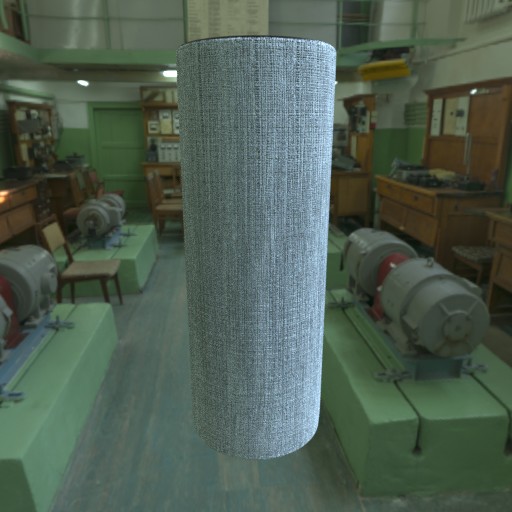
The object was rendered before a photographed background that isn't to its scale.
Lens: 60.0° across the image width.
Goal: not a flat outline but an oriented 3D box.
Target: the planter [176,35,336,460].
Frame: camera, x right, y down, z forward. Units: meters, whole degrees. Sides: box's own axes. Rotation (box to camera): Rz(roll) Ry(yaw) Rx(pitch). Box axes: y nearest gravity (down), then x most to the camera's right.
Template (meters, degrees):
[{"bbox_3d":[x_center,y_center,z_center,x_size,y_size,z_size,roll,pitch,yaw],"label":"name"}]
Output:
[{"bbox_3d":[0.000,0.000,0.317,0.100,0.270,0.100,-2,17,-7],"label":"planter"}]
